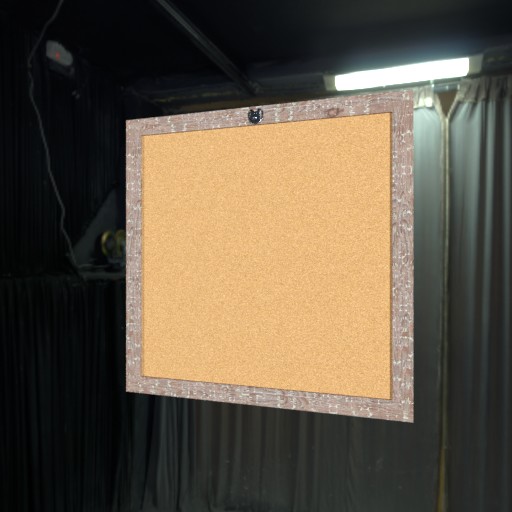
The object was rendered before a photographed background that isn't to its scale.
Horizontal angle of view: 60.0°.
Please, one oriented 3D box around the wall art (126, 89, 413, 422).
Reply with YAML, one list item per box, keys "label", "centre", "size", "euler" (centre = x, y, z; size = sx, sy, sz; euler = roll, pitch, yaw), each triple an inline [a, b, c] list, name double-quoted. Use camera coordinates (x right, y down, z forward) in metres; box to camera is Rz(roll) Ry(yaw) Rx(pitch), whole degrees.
- label: "wall art"
  centre: [0.000, 0.000, 0.574]
  size: [0.384, 0.384, 0.012]
  euler: [0, 0, 18]
